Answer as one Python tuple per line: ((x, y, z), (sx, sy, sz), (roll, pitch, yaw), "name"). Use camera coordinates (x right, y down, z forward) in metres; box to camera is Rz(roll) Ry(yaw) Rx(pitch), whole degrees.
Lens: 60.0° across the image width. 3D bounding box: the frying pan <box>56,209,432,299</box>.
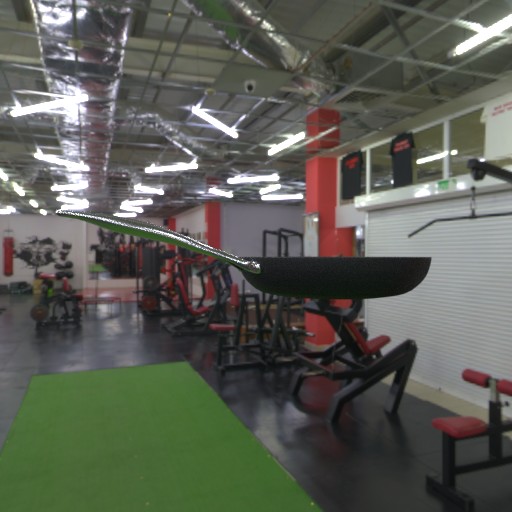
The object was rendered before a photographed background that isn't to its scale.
((0.000, 0.000, 0.571), (0.472, 0.105, 0.255), (0, 0, -19), "frying pan")
